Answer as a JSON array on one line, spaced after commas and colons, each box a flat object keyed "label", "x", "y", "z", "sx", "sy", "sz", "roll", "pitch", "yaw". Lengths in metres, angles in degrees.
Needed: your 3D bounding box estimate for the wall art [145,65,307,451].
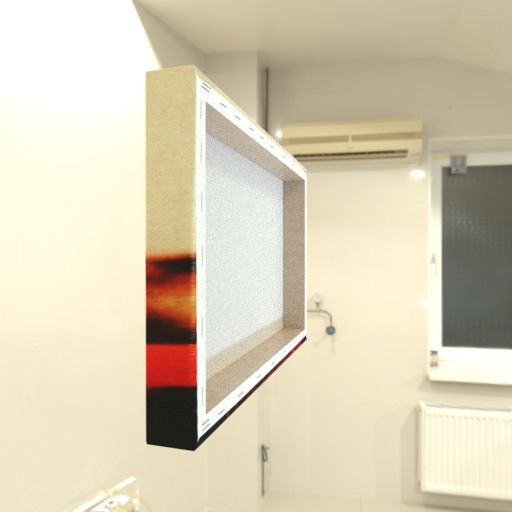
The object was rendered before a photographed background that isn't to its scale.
[{"label": "wall art", "x": 0.000, "y": 0.000, "z": 0.475, "sx": 0.037, "sy": 0.251, "sz": 0.383, "roll": 0, "pitch": 1, "yaw": 17}]
